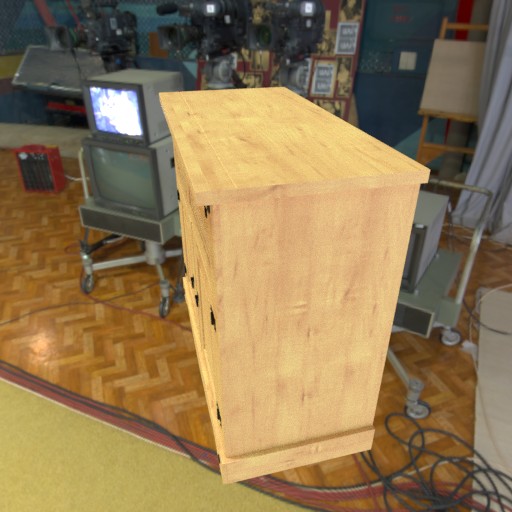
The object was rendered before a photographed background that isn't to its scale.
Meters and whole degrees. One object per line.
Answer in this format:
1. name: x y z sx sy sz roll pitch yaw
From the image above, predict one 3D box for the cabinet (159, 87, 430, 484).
1. cabinet: 0.000 0.000 1.394 0.450 0.840 0.920 -7 31 -12
